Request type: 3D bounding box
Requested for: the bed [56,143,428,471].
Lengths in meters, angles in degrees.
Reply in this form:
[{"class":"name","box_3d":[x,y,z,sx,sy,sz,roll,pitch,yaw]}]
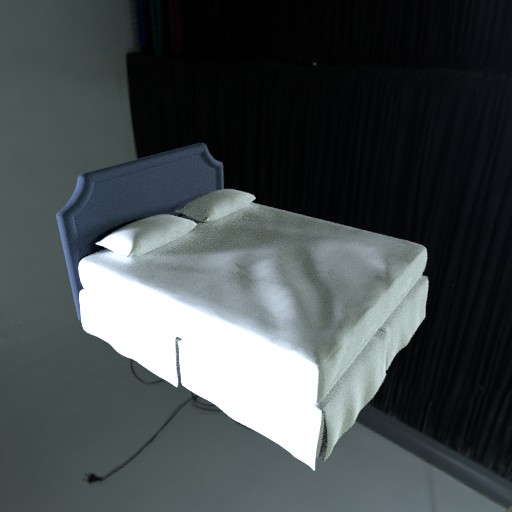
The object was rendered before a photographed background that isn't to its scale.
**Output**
[{"class":"bed","box_3d":[0.000,0.000,4.162,2.773,1.488,2.350,18,32,32]}]
